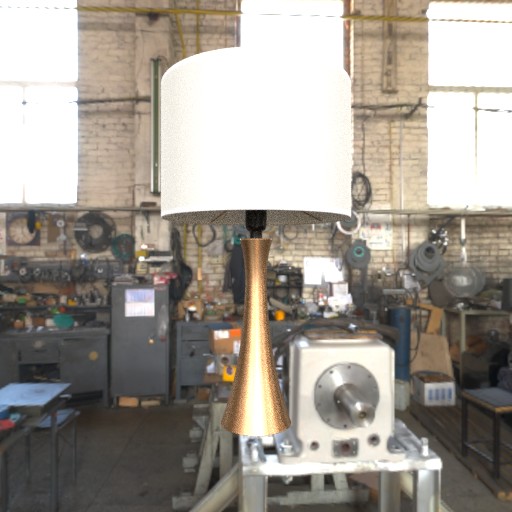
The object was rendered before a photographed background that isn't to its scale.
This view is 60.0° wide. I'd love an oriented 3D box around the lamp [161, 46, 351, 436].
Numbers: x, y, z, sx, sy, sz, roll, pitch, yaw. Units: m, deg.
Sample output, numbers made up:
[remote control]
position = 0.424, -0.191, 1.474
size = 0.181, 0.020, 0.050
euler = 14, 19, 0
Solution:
[lamp]
position = 0.000, 0.000, 0.639
size = 0.268, 0.479, 0.268
euler = 0, 0, -36
